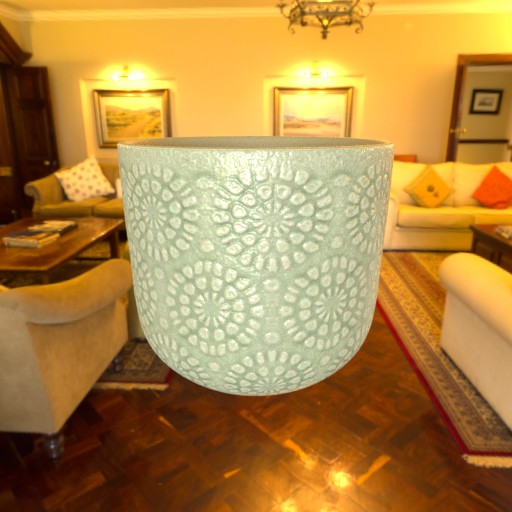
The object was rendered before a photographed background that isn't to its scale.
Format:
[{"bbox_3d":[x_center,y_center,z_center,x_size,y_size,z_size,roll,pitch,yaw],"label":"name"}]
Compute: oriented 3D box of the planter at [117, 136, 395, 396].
[{"bbox_3d":[0.000,0.000,0.303,0.169,0.153,0.169,0,17,0],"label":"planter"}]
